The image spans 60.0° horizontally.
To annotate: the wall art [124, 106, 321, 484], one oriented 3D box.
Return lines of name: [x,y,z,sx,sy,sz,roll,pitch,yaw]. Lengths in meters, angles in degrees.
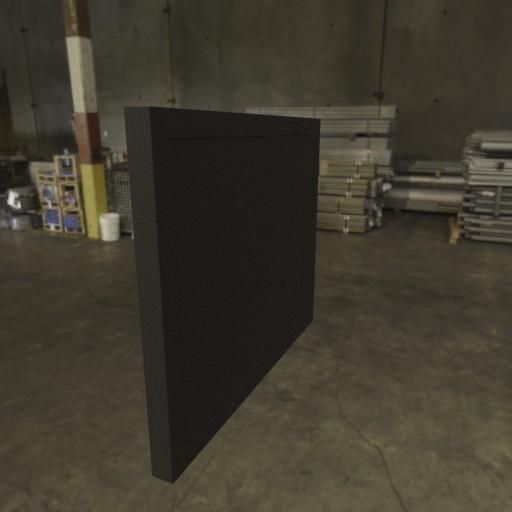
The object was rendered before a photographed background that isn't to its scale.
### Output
wall art: [0.000,0.000,0.542,0.024,0.329,0.404,7,17,24]
